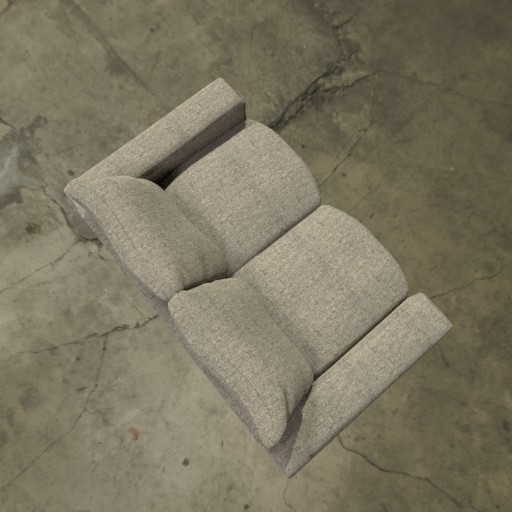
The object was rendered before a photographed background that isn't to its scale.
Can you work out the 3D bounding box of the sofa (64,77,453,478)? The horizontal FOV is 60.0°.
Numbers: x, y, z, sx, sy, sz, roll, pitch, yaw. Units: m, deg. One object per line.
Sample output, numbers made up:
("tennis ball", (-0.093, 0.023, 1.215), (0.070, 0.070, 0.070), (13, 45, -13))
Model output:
("sofa", (0.000, 0.000, 2.257), (1.094, 0.877, 1.758), (-39, 79, -9))
